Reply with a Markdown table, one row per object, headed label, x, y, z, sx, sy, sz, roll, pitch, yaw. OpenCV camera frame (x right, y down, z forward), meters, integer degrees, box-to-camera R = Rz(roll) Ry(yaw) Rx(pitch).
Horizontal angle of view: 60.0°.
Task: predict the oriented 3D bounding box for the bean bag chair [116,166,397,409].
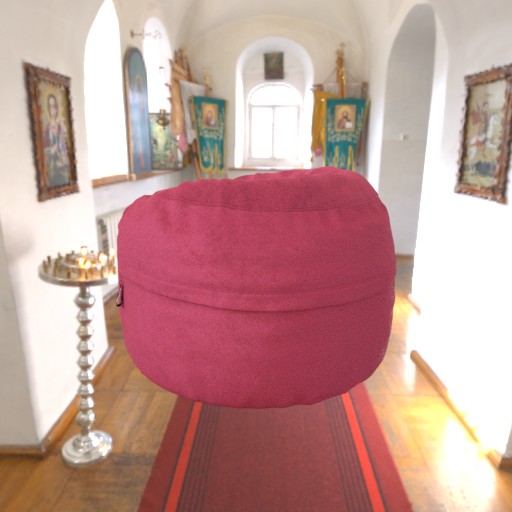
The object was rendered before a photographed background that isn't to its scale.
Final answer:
| label | x | y | z | sx | sy | sz | roll | pitch | yaw |
| --- | --- | --- | --- | --- | --- | --- | --- | --- | --- |
| bean bag chair | 0.000 | 0.000 | 1.990 | 1.218 | 0.788 | 1.218 | 0 | 16 | 0 |
